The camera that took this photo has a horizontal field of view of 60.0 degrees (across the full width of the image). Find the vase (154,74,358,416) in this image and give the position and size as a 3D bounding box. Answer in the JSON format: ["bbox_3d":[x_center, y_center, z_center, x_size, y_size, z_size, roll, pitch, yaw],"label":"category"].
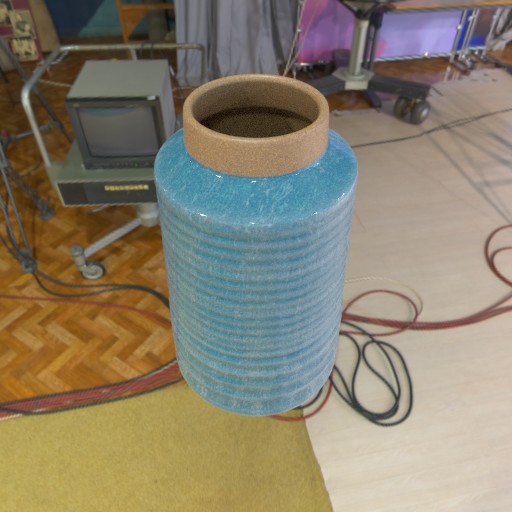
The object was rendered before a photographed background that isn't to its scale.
[{"bbox_3d":[0.000,0.000,0.368,0.163,0.267,0.163,0,45,0],"label":"vase"}]
